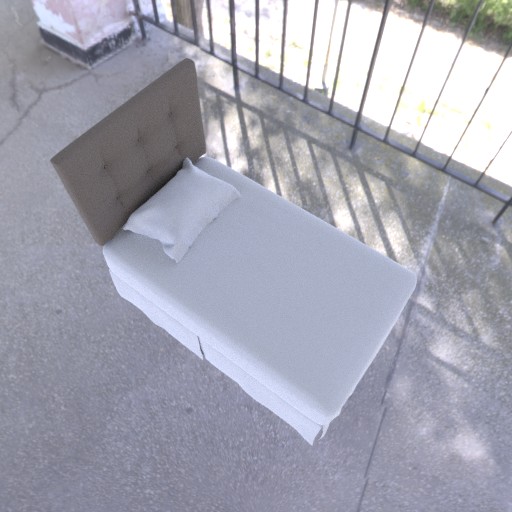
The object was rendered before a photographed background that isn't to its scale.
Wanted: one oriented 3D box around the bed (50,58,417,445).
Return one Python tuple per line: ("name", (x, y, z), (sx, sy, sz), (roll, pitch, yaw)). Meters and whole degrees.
("bed", (0.000, 0.000, 2.994), (1.997, 1.571, 1.261), (32, 64, 18))
